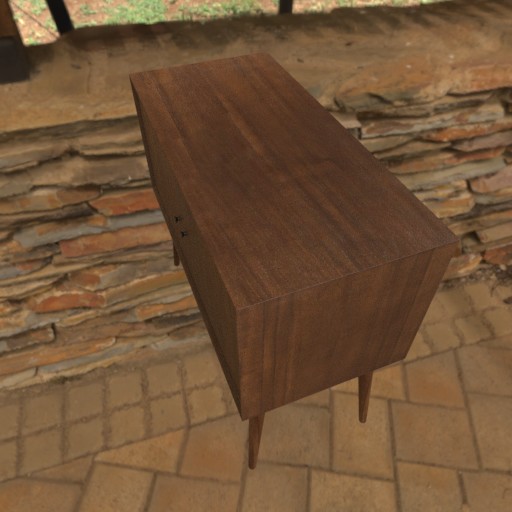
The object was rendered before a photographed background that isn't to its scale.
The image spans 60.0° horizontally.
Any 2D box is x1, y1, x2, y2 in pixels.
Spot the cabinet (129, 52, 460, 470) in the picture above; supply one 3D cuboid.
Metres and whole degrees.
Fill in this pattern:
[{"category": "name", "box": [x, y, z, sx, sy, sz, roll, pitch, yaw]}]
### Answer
[{"category": "cabinet", "box": [0.000, 0.000, 1.085, 0.354, 0.654, 0.743, -16, 48, -15]}]
